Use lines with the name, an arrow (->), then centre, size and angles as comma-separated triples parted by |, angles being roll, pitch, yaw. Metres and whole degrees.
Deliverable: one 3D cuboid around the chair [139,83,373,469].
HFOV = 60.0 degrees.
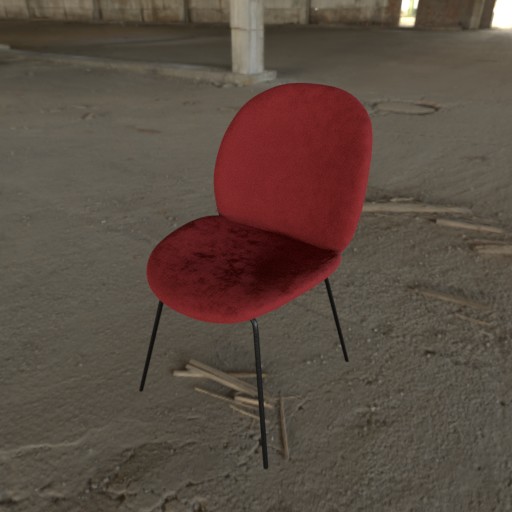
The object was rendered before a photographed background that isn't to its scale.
chair -> 0.000, 0.000, 1.177 | 0.458, 0.791, 0.587 | 19, 35, 29
